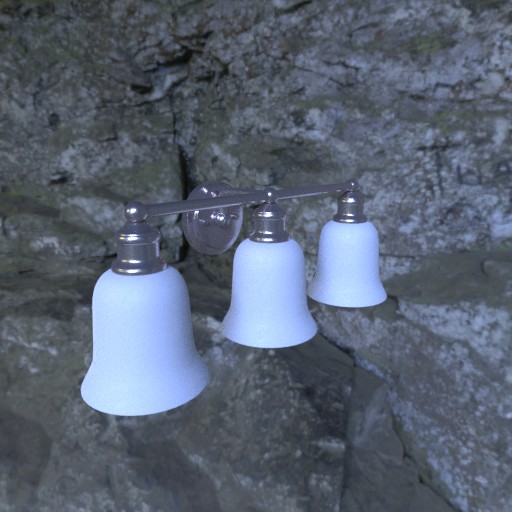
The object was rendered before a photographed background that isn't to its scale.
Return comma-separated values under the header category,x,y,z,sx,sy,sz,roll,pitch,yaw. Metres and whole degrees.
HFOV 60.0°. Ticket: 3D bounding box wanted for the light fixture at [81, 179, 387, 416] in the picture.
category,x,y,z,sx,sy,sz,roll,pitch,yaw
light fixture,0.000,0.000,0.660,0.198,0.211,0.570,13,19,42
